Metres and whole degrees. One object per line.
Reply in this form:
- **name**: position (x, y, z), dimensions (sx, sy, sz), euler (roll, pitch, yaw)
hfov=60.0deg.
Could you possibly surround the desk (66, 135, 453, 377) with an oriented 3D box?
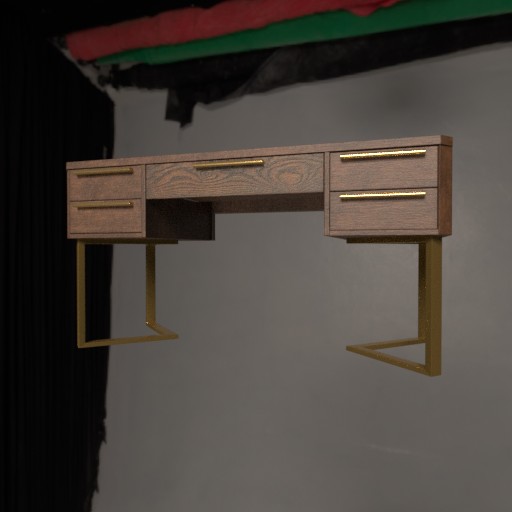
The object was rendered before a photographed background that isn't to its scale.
- **desk**: position (0.000, 0.000, 1.891), dimensions (1.479, 0.762, 0.684), euler (0, 1, 18)
